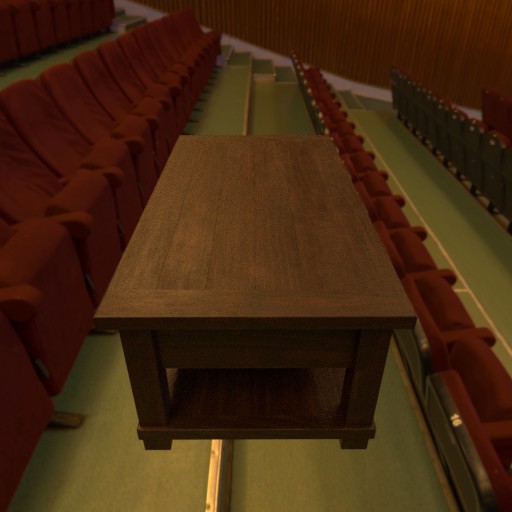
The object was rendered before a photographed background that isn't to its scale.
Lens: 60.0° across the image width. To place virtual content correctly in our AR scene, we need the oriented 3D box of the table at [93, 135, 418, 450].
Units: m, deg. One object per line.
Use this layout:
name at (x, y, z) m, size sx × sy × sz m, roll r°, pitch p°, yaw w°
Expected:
table at (0.000, 0.000, 1.590) m, size 0.700 × 0.494 × 1.270 m, roll 0°, pitch 32°, yaw 0°
